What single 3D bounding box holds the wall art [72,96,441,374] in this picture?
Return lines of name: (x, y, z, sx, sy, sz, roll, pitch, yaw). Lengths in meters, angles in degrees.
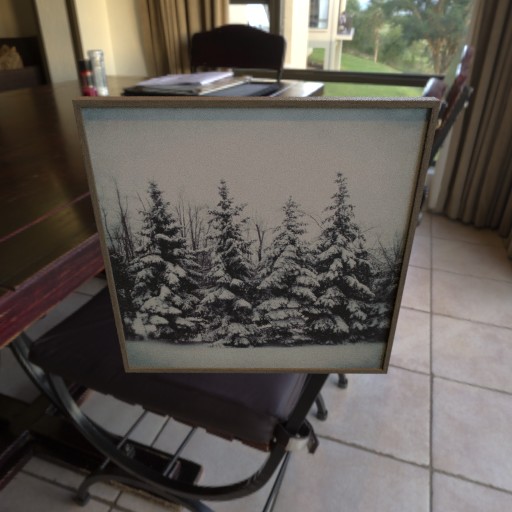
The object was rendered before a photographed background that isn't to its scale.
wall art: (0.000, 0.000, 1.114, 0.758, 0.758, 0.039, 0, 30, 0)
